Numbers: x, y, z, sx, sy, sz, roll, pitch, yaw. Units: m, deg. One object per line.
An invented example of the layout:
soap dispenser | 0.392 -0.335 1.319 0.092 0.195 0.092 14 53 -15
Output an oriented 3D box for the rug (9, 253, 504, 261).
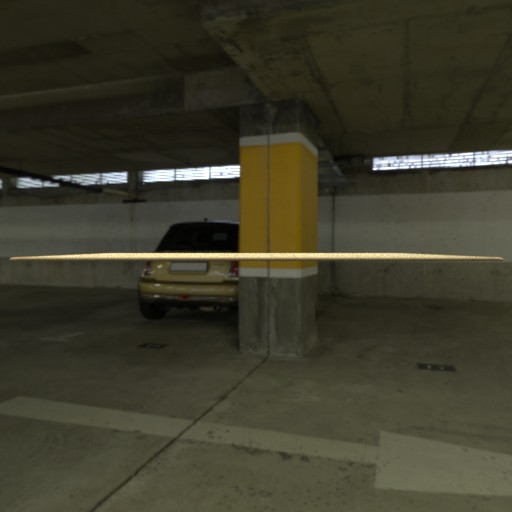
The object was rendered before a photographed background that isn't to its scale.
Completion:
rug | 0.000 0.000 2.014 1.667 0.013 1.062 0 1 0
